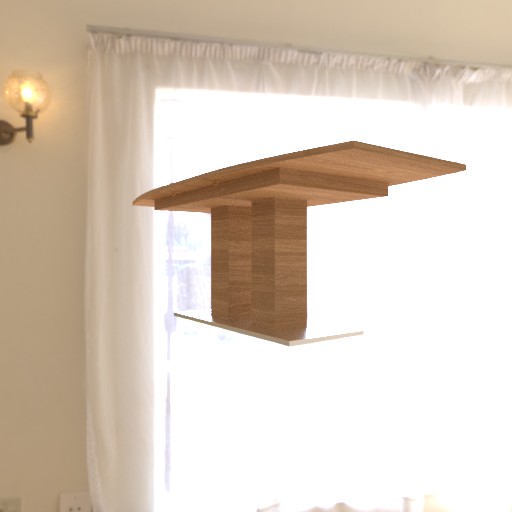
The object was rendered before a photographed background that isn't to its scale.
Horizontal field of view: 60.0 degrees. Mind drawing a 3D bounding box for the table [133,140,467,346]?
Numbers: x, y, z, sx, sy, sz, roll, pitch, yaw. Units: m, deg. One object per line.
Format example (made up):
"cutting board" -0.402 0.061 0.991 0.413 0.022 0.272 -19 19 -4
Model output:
"table" 0.000 0.000 2.441 0.900 0.750 2.032 0 0 -35
